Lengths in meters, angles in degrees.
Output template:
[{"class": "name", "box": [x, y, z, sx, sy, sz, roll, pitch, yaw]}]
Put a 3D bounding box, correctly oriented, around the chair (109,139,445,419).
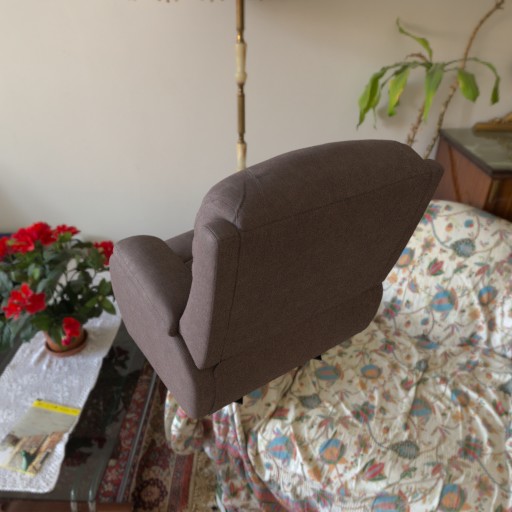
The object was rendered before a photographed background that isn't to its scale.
[{"class": "chair", "box": [0.000, 0.000, 1.715, 0.930, 1.011, 0.899, -20, 36, -30]}]
